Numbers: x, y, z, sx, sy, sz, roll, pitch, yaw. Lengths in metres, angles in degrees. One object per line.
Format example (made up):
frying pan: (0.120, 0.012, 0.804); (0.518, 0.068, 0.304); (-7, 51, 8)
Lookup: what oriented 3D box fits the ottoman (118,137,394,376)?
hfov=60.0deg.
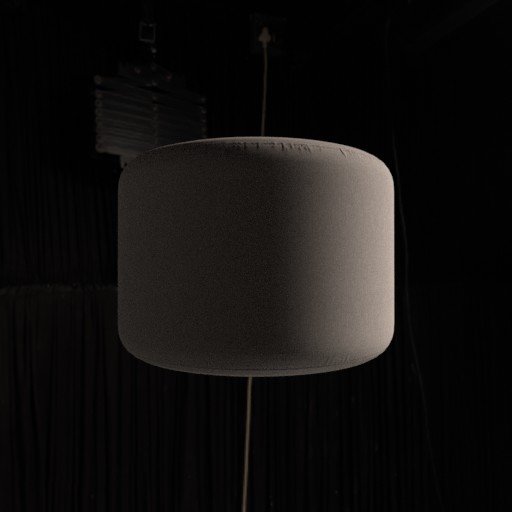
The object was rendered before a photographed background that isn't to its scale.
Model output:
ottoman: (0.000, 0.000, 1.022); (0.608, 0.433, 0.608); (0, 0, 0)
